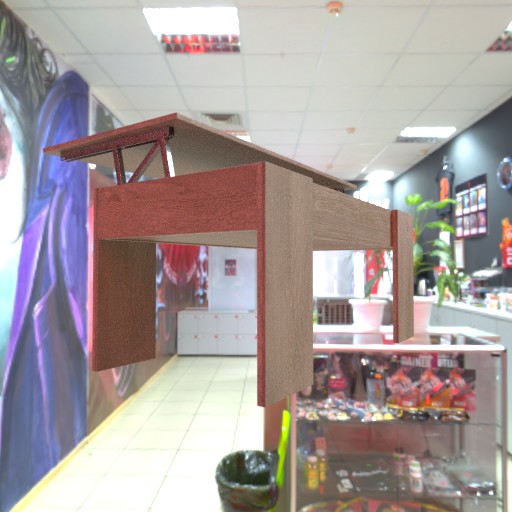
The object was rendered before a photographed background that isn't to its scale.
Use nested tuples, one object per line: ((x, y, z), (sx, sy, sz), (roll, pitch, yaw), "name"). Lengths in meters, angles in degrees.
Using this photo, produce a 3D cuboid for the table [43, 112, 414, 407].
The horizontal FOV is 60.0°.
((0.000, 0.000, 1.400), (0.711, 0.570, 1.000), (-1, -2, 34), "table")
